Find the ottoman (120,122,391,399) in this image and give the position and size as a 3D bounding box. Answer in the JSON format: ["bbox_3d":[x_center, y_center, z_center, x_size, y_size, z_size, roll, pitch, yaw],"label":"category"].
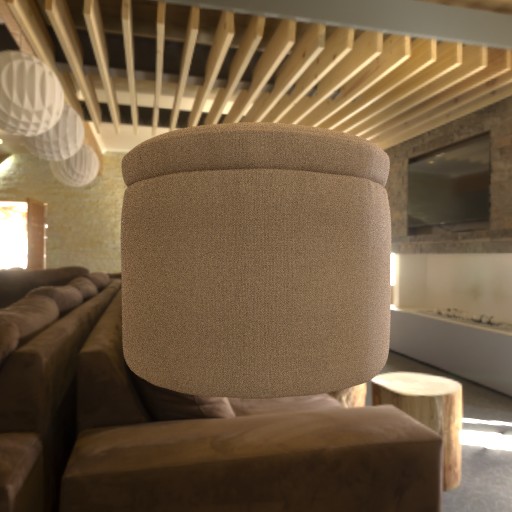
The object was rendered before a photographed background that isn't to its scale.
[{"bbox_3d":[0.000,0.000,0.853,0.497,0.409,0.497,0,0,0],"label":"ottoman"}]
